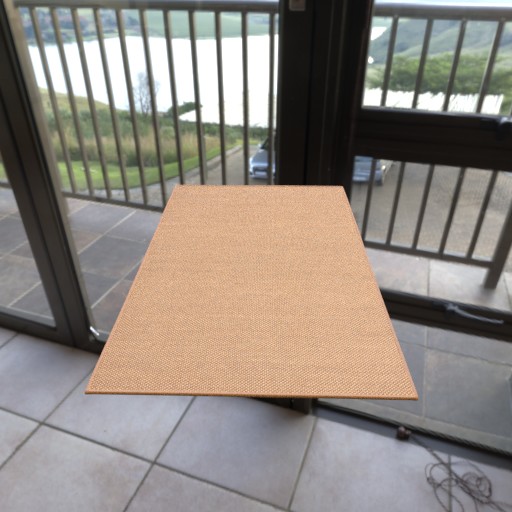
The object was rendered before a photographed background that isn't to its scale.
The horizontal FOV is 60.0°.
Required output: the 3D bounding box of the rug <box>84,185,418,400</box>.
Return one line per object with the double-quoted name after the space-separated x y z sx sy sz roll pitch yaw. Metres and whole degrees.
0.000 0.000 2.111 1.067 0.013 1.676 1 32 1 "rug"
